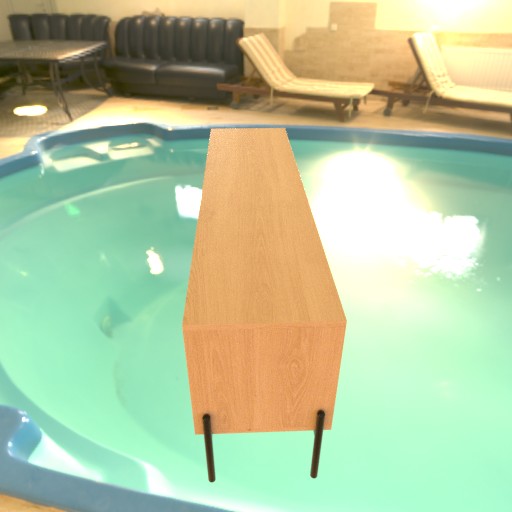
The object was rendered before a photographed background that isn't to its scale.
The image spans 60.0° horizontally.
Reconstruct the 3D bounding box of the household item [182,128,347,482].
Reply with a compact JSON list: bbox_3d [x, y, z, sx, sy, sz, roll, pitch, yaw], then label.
[{"bbox_3d":[0.000,0.000,1.814,0.400,0.600,1.550,-1,33,-2],"label":"household item"}]
